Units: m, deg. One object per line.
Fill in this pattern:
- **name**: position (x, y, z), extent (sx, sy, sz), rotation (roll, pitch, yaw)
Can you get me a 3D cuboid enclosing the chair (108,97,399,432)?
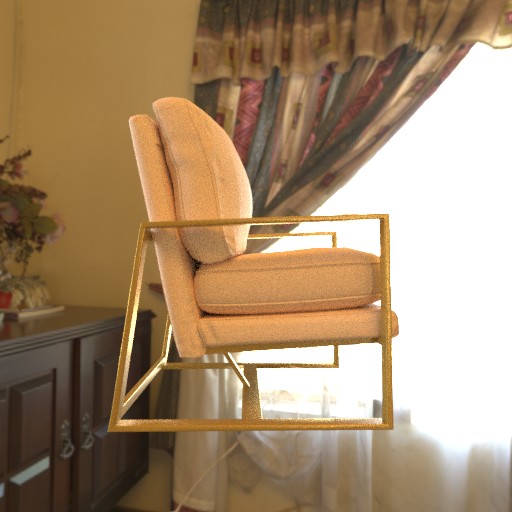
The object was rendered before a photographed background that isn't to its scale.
- **chair**: position (0.000, 0.000, 1.580), extent (0.813, 0.956, 0.758), rotation (0, -1, -1)
